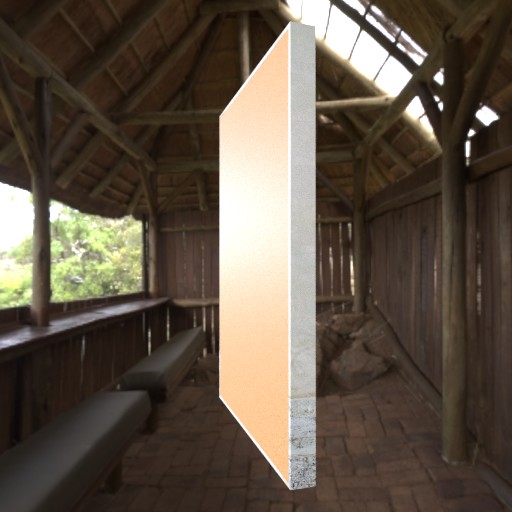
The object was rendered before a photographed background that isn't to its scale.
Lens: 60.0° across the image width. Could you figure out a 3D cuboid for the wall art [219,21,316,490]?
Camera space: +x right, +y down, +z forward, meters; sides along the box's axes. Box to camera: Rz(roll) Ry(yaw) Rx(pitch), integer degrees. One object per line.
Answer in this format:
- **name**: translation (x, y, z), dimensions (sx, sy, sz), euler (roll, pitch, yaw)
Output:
- **wall art**: translation (0.000, 0.000, 0.771), dimensions (0.036, 0.607, 0.403), euler (0, 0, -18)
